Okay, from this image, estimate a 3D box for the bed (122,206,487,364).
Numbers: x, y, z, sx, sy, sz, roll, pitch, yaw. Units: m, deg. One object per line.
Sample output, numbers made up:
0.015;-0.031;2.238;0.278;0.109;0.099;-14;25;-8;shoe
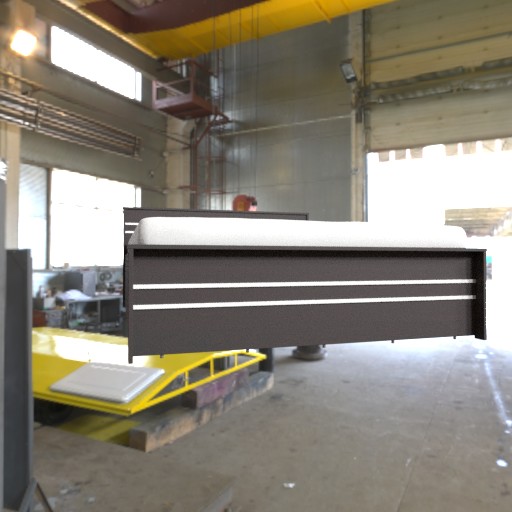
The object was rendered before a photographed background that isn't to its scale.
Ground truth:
0.000;0.000;2.854;1.634;0.808;2.103;0;-1;-17;bed
